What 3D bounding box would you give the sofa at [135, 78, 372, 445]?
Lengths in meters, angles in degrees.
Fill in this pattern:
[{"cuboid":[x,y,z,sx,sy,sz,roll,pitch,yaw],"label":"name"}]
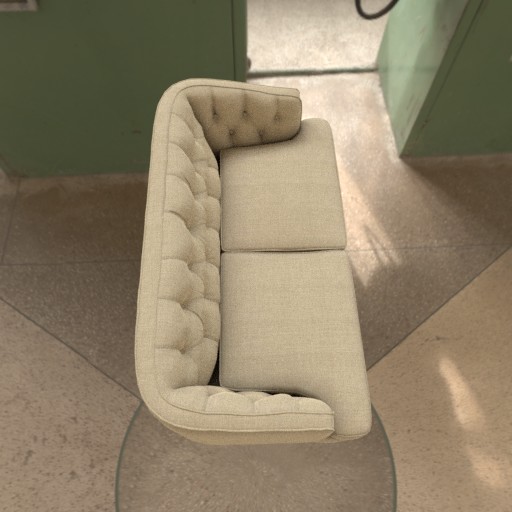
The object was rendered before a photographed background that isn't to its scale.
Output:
[{"cuboid":[0.000,0.000,2.228,0.941,0.855,1.733,-2,64,-1],"label":"sofa"}]
